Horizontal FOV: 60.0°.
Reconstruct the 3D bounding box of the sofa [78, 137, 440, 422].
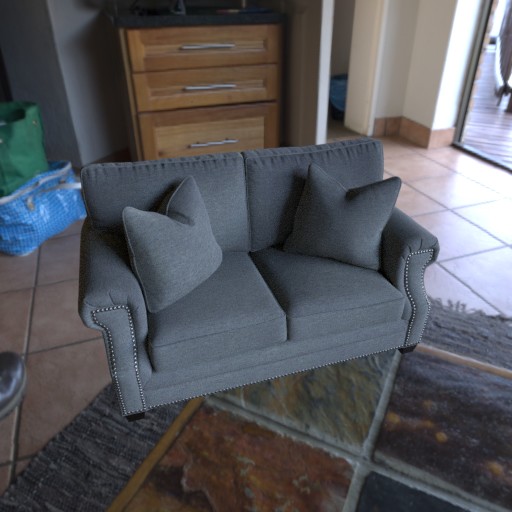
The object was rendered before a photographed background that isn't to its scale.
[{"bbox_3d":[0.000,0.000,2.296,1.701,0.966,0.966,-9,32,-15],"label":"sofa"}]
